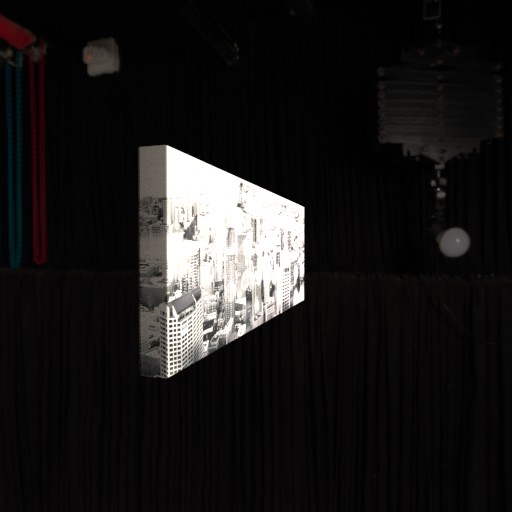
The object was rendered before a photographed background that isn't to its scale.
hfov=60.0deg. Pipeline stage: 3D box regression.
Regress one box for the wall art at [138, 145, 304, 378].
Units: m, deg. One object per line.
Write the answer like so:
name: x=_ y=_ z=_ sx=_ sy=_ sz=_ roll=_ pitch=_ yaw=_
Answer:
wall art: x=0.000 y=0.000 z=0.853 sx=0.038 sy=0.255 sz=0.763 roll=0 pitch=1 yaw=17
